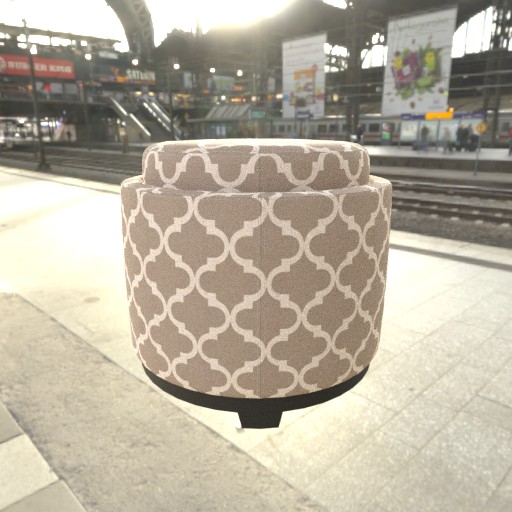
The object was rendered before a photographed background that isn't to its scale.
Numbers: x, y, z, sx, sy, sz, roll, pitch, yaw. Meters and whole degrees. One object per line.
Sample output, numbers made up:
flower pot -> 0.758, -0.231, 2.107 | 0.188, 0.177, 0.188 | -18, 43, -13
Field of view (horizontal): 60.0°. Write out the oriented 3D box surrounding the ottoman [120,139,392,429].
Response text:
ottoman -> 0.000, 0.000, 0.840 | 0.480, 0.429, 0.480 | 0, 16, 0
